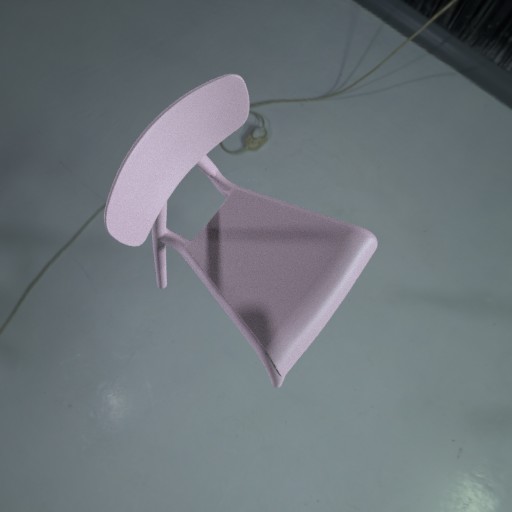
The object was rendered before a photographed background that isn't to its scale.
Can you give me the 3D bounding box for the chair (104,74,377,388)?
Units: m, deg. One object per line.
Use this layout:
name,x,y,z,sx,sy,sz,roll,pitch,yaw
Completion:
chair,0.000,0.000,0.852,0.401,0.580,0.356,36,79,8
